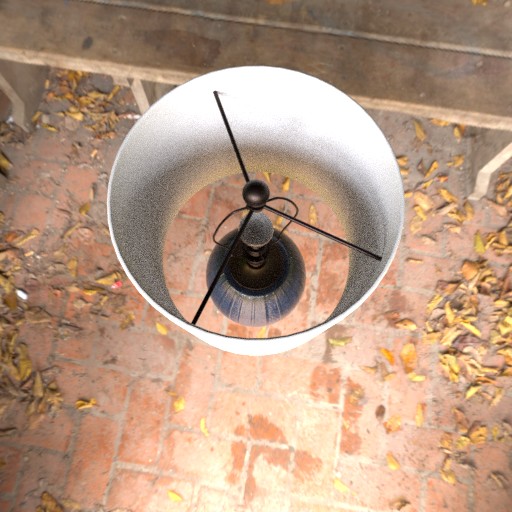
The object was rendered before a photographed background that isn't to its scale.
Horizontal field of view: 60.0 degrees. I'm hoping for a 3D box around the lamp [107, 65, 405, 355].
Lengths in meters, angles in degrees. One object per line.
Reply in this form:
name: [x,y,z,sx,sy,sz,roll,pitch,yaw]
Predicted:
lamp: [0.000,0.000,0.750,0.329,0.570,0.329,-19,76,-5]
